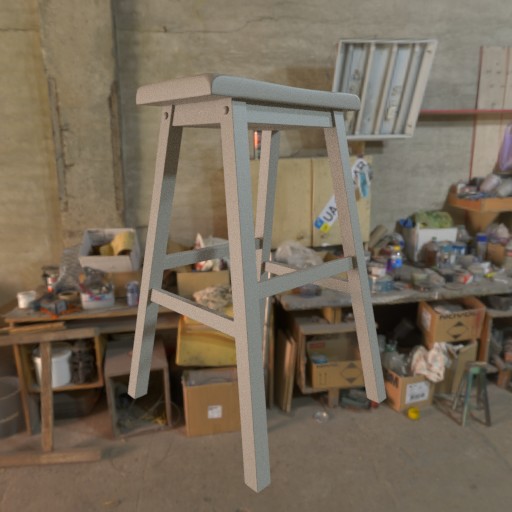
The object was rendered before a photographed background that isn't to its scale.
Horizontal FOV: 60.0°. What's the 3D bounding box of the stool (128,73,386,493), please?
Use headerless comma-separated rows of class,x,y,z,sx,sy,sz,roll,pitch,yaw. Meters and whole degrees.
stool,0.000,0.000,1.045,0.457,0.737,0.476,-13,19,-43
